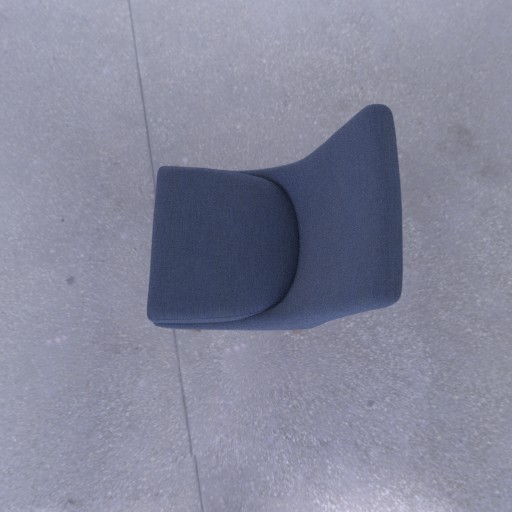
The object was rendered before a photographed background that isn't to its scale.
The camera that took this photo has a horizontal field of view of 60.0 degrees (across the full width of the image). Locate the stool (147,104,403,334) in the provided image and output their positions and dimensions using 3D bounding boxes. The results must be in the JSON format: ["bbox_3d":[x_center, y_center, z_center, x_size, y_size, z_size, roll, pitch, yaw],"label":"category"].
[{"bbox_3d":[0.000,0.000,1.375,0.577,1.078,0.470,1,77,0],"label":"stool"}]
